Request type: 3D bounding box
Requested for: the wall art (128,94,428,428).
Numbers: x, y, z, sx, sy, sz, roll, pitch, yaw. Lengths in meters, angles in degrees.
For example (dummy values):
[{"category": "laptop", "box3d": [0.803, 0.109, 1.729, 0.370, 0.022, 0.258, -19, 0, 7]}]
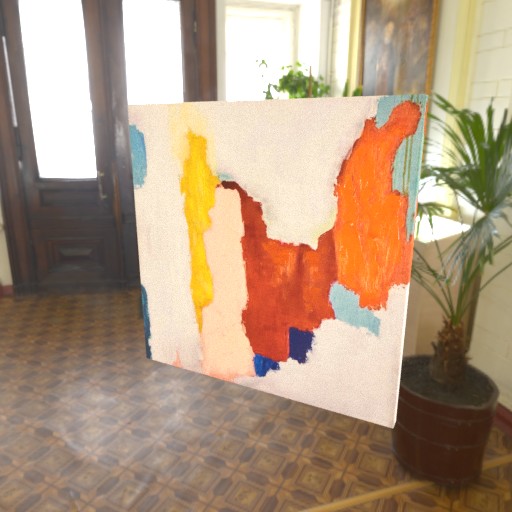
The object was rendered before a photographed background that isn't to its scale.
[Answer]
[{"category": "wall art", "box3d": [0.000, 0.000, 1.226, 0.814, 0.814, 0.037, 8, 18, 26]}]
